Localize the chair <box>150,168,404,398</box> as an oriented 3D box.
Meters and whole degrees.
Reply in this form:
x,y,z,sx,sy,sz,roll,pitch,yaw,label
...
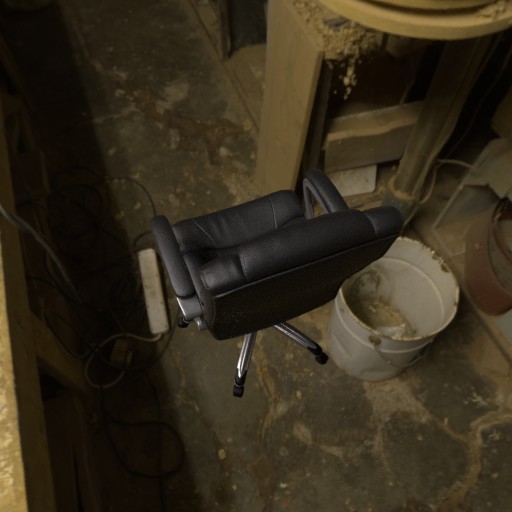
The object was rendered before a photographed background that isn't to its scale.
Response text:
x,y,z,sx,sy,sz,roll,pitch,yaw,label
0.000,0.000,1.615,0.721,1.130,0.719,-17,60,-10,chair
